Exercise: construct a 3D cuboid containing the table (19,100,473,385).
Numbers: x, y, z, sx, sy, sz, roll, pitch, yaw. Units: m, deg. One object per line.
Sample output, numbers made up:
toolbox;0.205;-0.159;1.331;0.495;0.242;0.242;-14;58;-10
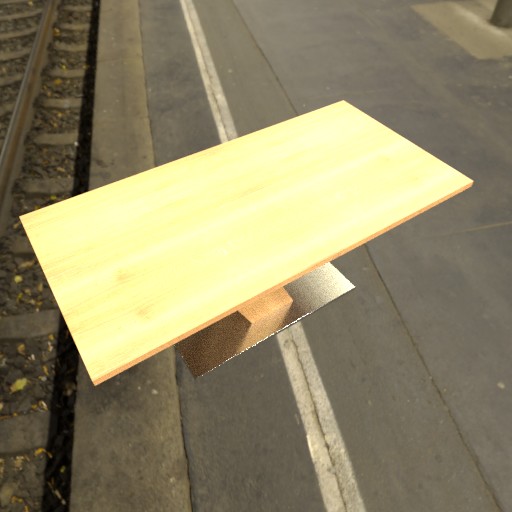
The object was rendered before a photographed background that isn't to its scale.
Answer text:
table;0.000;0.000;2.227;1.800;0.750;0.900;-26;52;-22
